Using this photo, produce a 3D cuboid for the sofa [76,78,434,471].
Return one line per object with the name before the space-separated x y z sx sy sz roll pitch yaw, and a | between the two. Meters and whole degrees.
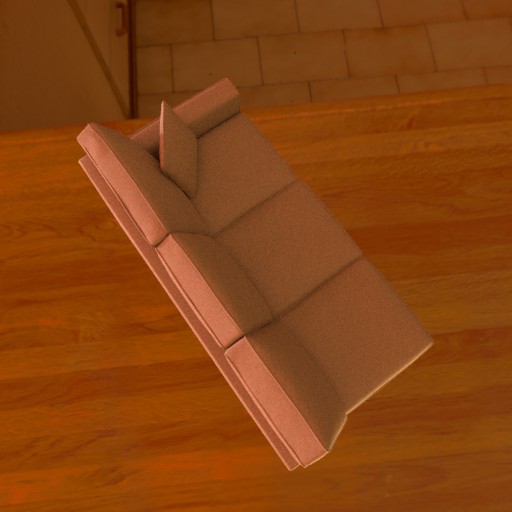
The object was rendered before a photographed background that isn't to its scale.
sofa | 0.000 0.000 2.535 1.034 0.946 1.963 -35 77 -9
